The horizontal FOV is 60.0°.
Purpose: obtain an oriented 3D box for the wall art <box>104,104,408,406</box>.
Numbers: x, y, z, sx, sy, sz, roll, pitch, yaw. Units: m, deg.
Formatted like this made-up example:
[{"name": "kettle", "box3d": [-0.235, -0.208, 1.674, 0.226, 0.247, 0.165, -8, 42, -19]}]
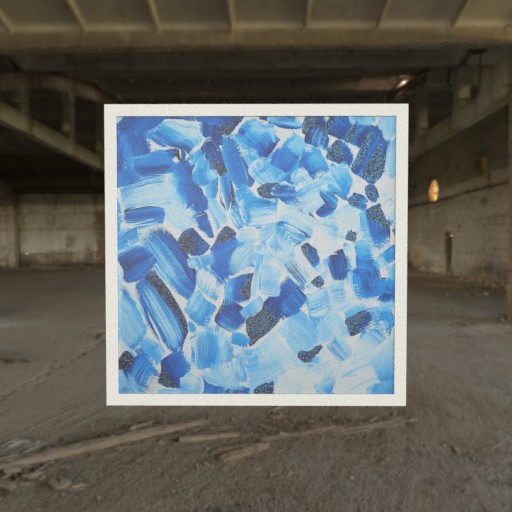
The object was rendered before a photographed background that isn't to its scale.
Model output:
[{"name": "wall art", "box3d": [0.000, 0.000, 0.977, 0.660, 0.660, 0.015, 0, 1, 0]}]
